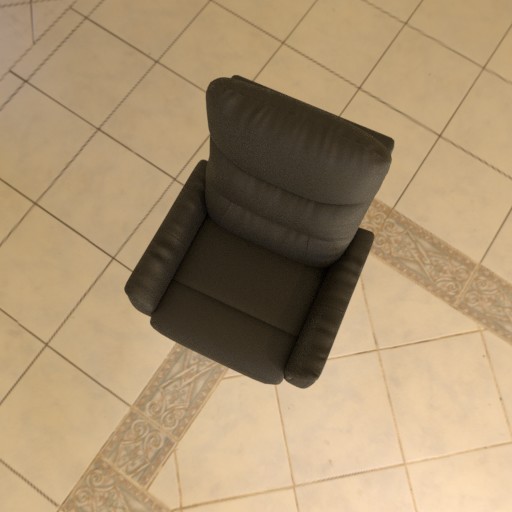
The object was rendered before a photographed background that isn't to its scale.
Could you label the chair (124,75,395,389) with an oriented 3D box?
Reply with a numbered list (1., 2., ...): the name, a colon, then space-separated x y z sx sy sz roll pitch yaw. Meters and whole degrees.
1. chair: 0.000 0.000 1.650 0.775 1.082 0.831 24 78 6
